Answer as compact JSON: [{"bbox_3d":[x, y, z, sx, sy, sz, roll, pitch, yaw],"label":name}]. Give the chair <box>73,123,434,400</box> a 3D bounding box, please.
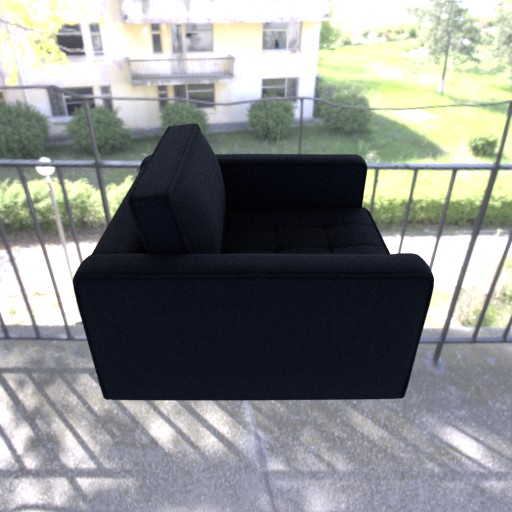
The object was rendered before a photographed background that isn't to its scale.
[{"bbox_3d":[0.000,0.000,1.556,0.920,0.770,0.899,0,32,0],"label":"chair"}]
